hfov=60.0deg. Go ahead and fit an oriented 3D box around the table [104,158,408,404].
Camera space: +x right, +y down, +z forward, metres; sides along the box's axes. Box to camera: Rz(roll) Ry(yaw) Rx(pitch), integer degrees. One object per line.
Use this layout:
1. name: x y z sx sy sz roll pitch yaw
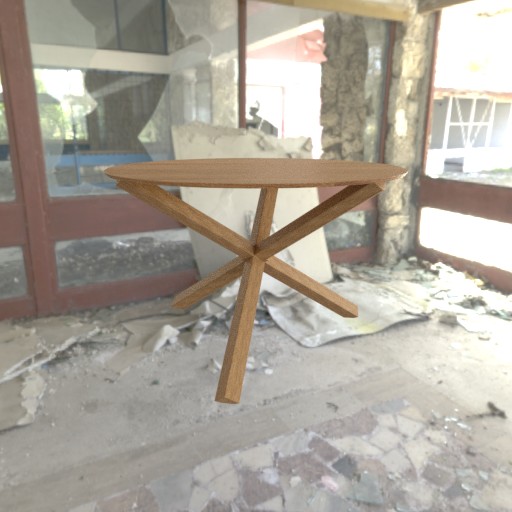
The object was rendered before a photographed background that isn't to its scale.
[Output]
1. table: 0.000 0.000 1.682 1.038 0.666 1.038 0 16 0
